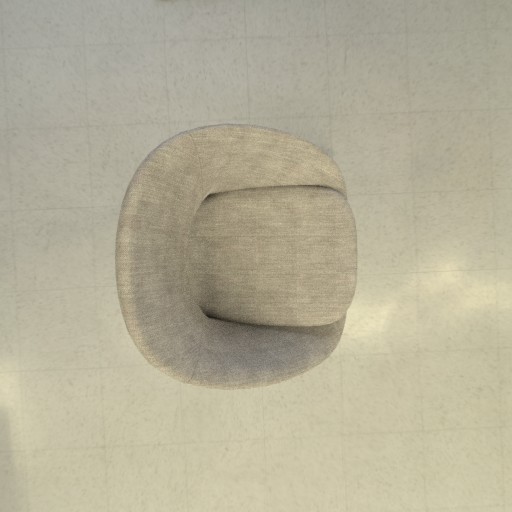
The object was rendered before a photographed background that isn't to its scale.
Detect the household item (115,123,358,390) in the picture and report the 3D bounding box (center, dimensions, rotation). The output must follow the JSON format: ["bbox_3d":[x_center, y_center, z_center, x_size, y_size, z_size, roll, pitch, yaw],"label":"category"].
[{"bbox_3d":[0.000,0.000,1.302,0.587,0.869,0.643,0,91,-1],"label":"household item"}]
